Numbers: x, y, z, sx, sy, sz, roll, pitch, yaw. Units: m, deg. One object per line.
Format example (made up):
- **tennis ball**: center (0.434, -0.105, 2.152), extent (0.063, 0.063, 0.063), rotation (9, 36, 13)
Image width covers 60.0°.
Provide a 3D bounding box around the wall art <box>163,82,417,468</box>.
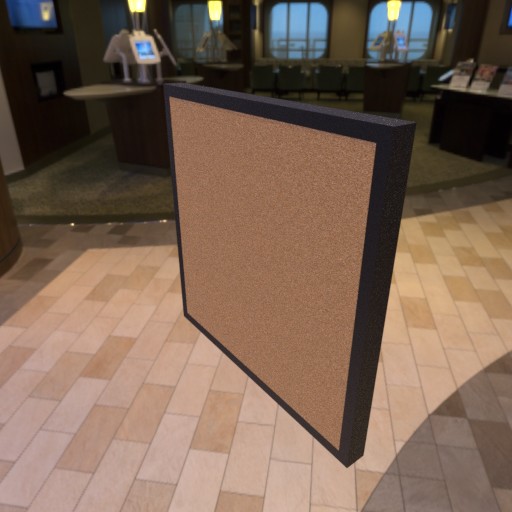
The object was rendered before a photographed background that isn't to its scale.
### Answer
- **wall art**: center (0.000, 0.000, 0.750), extent (0.038, 0.508, 0.508), rotation (-19, 32, -33)
